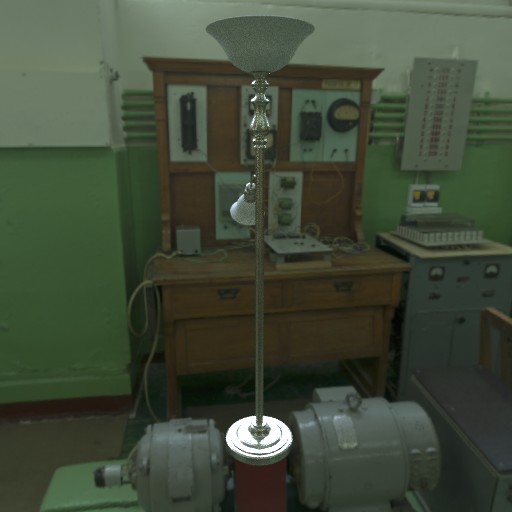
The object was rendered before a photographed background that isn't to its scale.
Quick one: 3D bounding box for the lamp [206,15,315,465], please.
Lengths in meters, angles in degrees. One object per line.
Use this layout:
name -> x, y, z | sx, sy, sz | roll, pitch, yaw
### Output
lamp -> 0.000, 0.000, 1.959 | 0.405, 1.785, 0.575 | -3, 15, -10
